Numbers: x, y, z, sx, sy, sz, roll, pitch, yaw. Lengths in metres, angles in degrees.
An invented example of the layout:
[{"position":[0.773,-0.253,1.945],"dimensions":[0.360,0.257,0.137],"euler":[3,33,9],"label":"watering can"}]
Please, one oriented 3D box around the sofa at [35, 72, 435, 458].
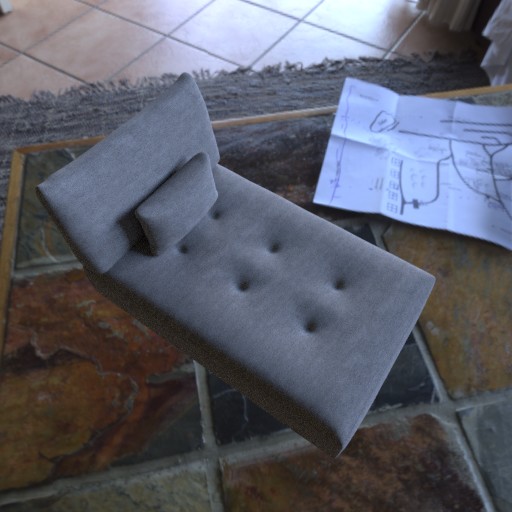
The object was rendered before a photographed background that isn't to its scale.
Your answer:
[{"position":[0.000,0.000,1.962],"dimensions":[1.450,0.820,0.930],"euler":[30,61,18],"label":"sofa"}]
